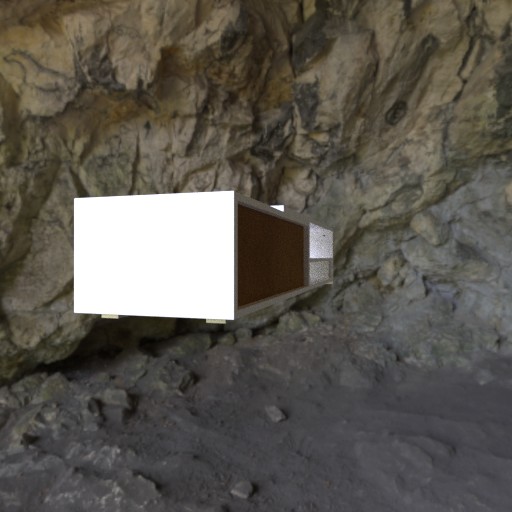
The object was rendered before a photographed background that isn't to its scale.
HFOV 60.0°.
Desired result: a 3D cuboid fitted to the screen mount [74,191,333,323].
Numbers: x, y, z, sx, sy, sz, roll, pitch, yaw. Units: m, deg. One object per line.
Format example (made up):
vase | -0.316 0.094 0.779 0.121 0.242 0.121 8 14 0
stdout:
screen mount | 0.000 0.000 1.835 0.420 0.320 1.680 0 0 17
